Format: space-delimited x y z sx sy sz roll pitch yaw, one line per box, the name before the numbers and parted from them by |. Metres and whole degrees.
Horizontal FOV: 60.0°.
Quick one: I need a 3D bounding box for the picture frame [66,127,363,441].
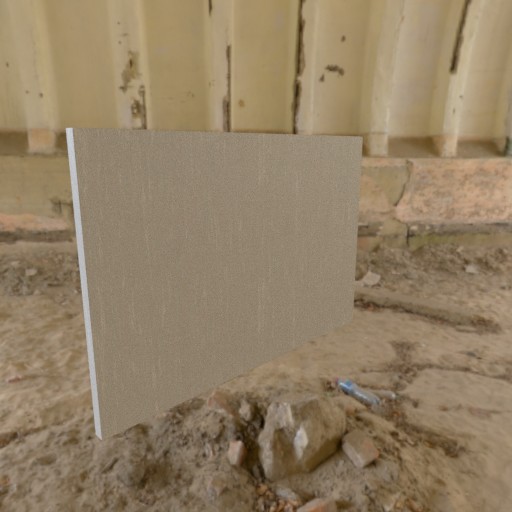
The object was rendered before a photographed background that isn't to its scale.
picture frame | 0.000 0.000 1.200 0.950 0.640 0.029 -13 19 -43
